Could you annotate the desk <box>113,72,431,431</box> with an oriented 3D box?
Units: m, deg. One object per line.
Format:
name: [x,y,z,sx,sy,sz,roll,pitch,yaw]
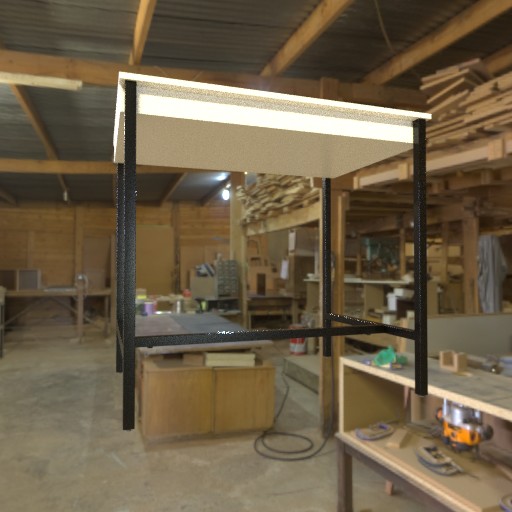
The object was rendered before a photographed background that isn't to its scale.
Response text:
desk: [0.000,0.000,1.336,0.811,0.766,0.573,0,-1,-19]
